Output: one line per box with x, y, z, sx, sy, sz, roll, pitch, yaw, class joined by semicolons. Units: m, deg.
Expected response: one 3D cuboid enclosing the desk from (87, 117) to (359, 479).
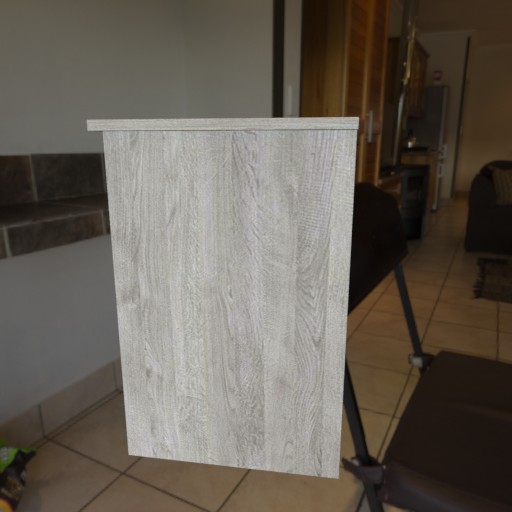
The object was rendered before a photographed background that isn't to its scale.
0.000;0.000;1.305;0.498;0.724;0.893;2;14;9;desk
